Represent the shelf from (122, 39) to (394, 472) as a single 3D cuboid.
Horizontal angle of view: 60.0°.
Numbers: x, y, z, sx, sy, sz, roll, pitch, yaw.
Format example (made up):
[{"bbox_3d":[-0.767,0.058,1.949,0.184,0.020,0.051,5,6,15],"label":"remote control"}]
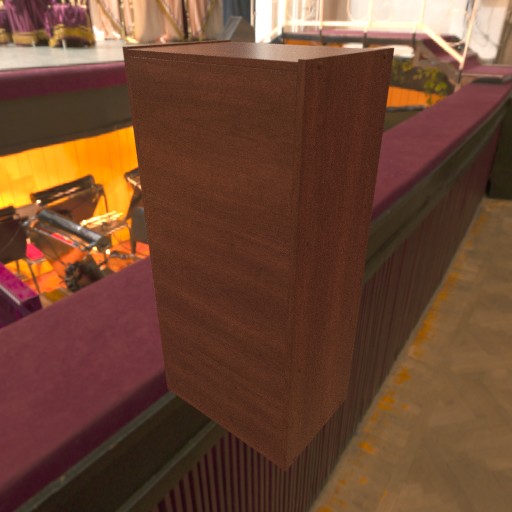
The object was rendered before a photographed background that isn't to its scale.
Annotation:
[{"bbox_3d":[0.000,0.000,1.029,0.414,0.879,0.290,21,35,33],"label":"shelf"}]
